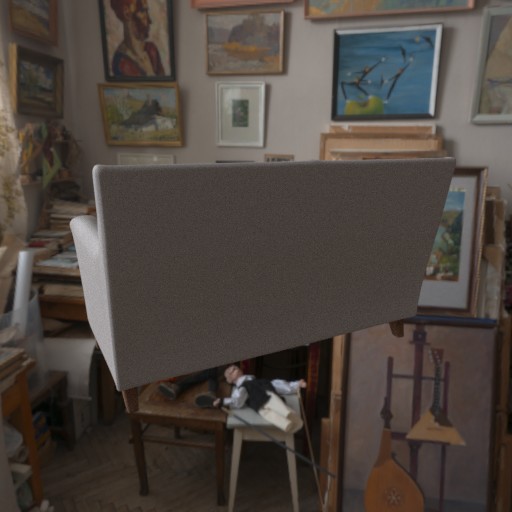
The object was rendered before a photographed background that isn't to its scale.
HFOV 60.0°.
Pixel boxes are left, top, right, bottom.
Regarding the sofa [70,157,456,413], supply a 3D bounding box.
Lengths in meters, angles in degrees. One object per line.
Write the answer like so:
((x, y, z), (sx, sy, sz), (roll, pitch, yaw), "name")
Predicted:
((0.000, 0.000, 2.029), (1.482, 0.890, 0.888), (-8, 16, -28), "sofa")
